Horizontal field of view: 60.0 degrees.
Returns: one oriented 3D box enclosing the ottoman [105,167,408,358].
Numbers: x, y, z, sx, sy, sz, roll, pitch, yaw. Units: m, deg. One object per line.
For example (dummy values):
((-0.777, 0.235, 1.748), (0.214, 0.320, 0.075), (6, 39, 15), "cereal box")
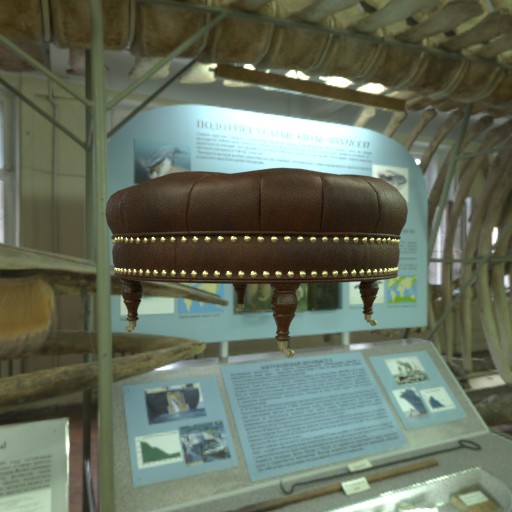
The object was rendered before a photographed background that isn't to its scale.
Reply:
((0.000, 0.000, 1.386), (0.901, 0.455, 0.901), (0, 0, 0), "ottoman")
